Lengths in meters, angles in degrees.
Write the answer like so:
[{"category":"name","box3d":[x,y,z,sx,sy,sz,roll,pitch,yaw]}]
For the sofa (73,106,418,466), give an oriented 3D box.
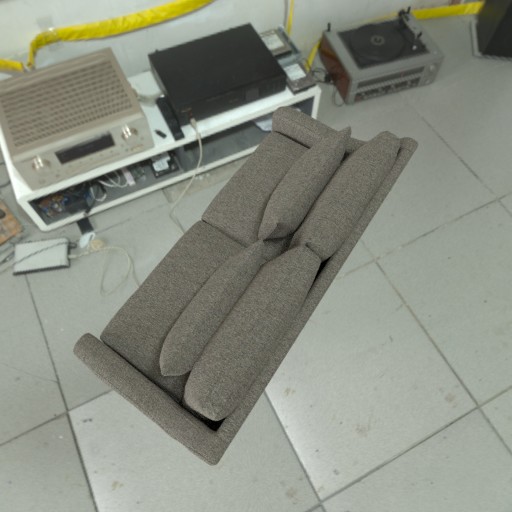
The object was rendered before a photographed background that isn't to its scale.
[{"category":"sofa","box3d":[0.000,0.000,2.997,1.103,0.998,2.418,30,67,14]}]
